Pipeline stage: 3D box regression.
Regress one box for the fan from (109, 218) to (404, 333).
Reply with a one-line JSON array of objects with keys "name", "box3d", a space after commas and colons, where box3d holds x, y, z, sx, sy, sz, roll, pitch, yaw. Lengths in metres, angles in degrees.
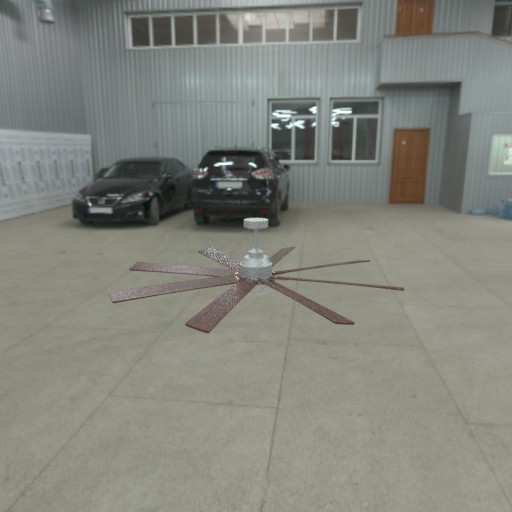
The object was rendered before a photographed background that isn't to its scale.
[{"name": "fan", "box3d": [0.000, 0.000, 2.849, 1.830, 0.472, 1.830, -7, 15, -27]}]
